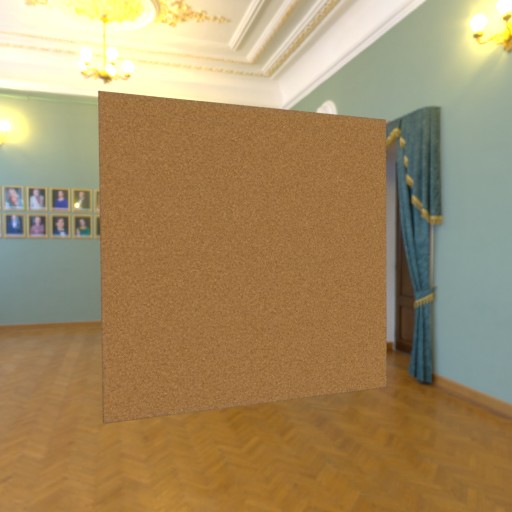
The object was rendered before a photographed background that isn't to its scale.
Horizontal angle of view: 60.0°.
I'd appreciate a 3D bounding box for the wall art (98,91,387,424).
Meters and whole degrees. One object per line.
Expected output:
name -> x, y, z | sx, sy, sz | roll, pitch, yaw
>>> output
wall art -> 0.000, 0.000, 0.917 | 0.611, 0.608, 0.042 | 0, 1, -19
